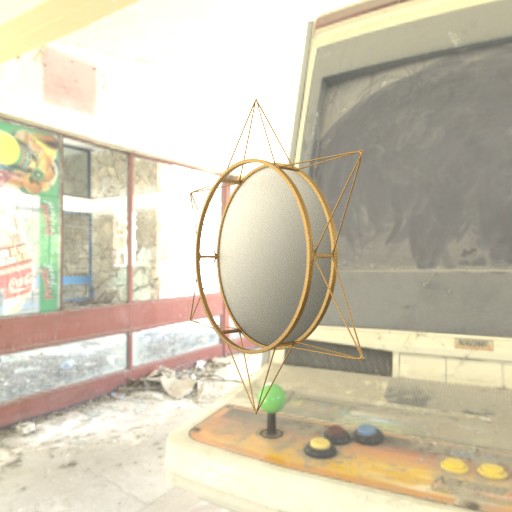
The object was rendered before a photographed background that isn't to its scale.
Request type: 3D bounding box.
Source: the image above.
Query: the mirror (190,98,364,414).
[{"bbox_3d":[0.000,0.000,0.815,0.062,0.581,0.498,0,0,-37],"label":"mirror"}]
